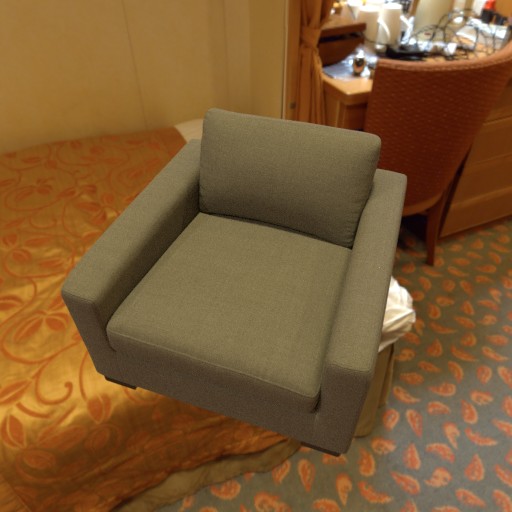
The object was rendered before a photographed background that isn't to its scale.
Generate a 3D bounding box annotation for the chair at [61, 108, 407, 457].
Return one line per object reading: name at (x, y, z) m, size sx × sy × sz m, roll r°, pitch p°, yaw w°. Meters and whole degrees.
chair at (0.000, 0.000, 1.843) m, size 1.070 × 0.847 × 1.100 m, roll 13°, pitch 44°, yaw 14°
